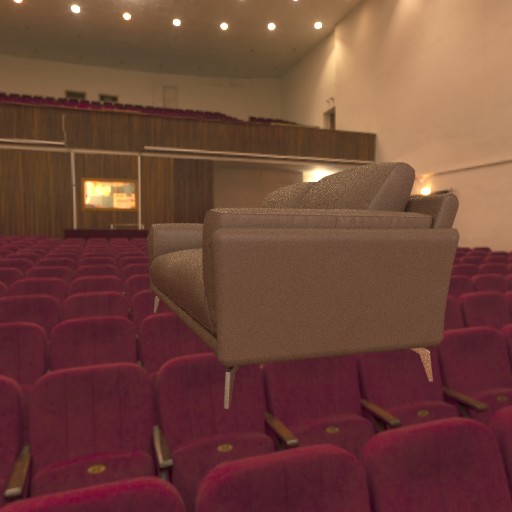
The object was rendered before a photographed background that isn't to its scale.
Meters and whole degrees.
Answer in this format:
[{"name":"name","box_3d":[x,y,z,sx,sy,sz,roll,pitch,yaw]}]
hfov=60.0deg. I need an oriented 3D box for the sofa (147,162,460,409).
[{"name":"sofa","box_3d":[0.000,0.000,2.570,1.049,0.930,2.101,-1,2,-19]}]
